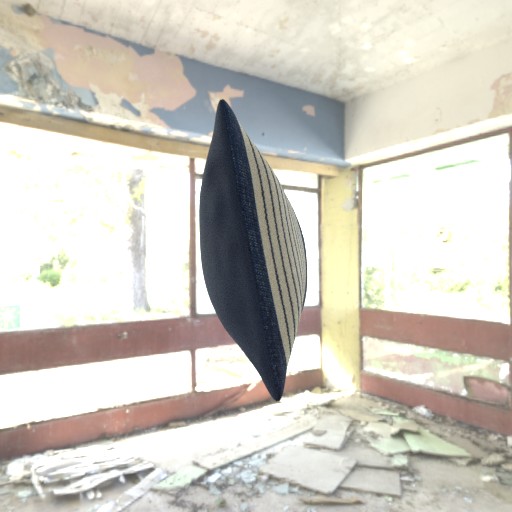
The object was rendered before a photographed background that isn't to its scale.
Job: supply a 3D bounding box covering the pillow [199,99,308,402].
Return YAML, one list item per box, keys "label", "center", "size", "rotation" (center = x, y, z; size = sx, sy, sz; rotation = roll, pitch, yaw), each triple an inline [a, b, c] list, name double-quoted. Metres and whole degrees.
- label: "pillow"
  center: [0.000, 0.000, 0.729]
  size: [0.156, 0.292, 0.608]
  rotation: [0, -1, 1]
